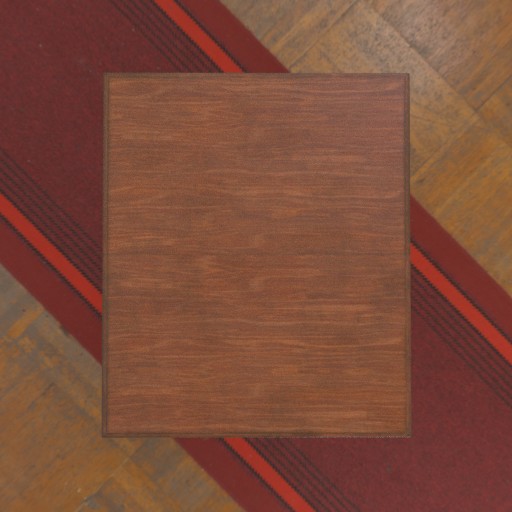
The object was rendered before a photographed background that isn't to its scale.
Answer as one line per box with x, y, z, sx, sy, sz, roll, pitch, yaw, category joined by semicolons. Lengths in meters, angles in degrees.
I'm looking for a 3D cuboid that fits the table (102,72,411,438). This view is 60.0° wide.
0.000;0.000;1.577;0.838;0.761;0.991;0;89;0;table
